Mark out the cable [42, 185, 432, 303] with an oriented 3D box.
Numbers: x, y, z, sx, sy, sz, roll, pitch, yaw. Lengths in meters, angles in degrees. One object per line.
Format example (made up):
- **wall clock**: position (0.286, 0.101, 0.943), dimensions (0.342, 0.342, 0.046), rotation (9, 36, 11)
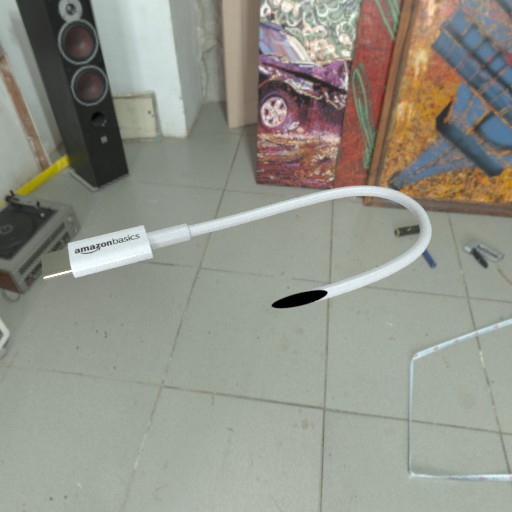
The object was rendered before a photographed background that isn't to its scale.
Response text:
- **cable**: position (0.000, 0.000, 0.110), dimensions (0.098, 0.006, 0.040), rotation (-15, 48, -15)
